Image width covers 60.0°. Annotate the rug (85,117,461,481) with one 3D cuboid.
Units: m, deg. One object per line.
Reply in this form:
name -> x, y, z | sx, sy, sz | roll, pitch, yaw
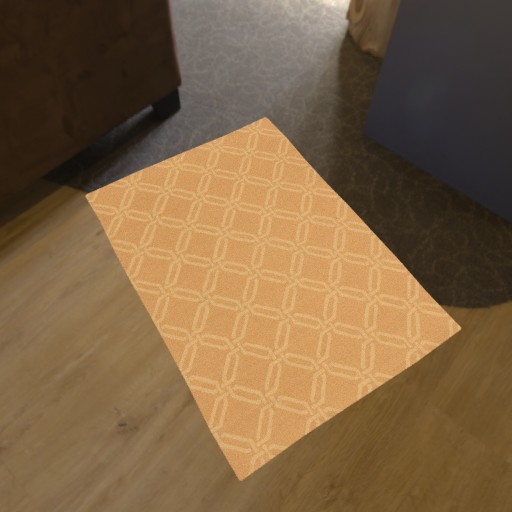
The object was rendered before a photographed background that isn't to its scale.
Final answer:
rug -> 0.000, 0.000, 2.846 | 1.524, 0.013, 2.135 | -28, 62, -16
